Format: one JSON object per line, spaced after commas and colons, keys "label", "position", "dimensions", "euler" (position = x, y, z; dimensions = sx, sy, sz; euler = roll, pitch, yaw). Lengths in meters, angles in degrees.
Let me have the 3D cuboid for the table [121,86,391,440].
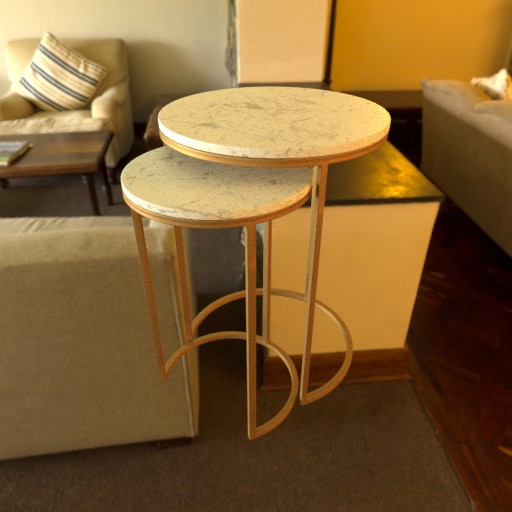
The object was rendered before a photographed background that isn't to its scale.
{"label": "table", "position": [0.000, 0.000, 0.892], "dimensions": [0.400, 0.550, 0.507], "euler": [21, 38, 29]}
